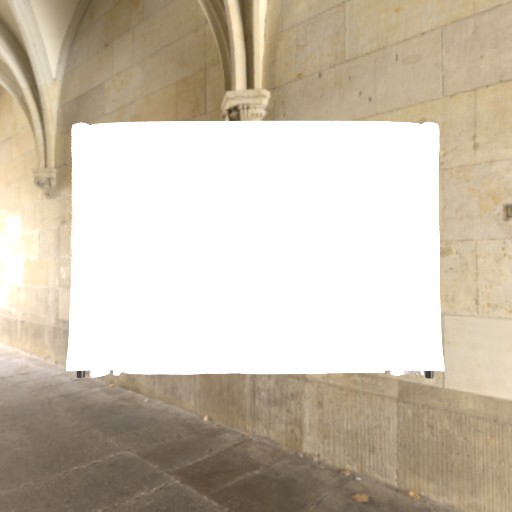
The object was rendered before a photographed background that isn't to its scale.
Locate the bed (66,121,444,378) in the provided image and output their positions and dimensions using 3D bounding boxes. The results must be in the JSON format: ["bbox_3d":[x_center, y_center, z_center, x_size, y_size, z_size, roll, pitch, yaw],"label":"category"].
[{"bbox_3d":[0.000,0.000,3.383,1.925,1.332,2.276,0,-2,0],"label":"bed"}]
